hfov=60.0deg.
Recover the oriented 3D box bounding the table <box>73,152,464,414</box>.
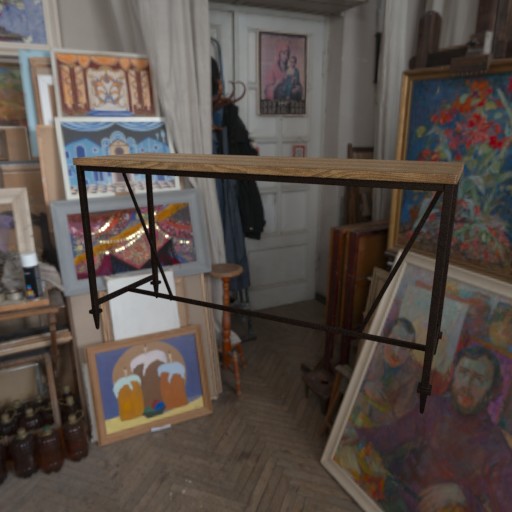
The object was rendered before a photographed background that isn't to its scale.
[{"bbox_3d":[0.000,0.000,2.127,1.700,0.902,0.551,8,18,25],"label":"table"}]
